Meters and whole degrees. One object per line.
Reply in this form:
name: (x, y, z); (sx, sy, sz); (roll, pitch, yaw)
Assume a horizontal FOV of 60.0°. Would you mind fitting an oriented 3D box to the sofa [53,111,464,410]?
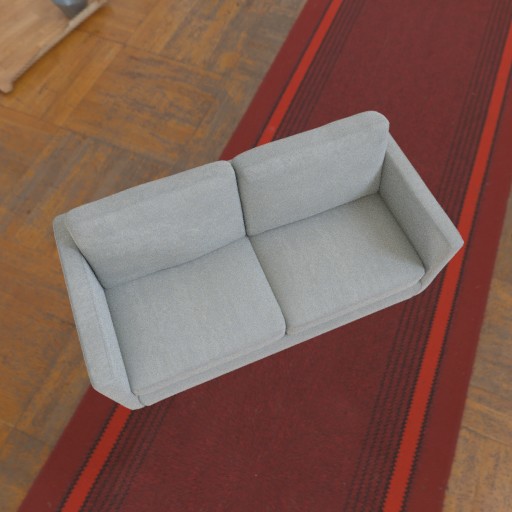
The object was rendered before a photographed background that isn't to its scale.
sofa: (0.000, 0.000, 2.444); (1.884, 0.963, 0.950); (-20, 65, -10)
